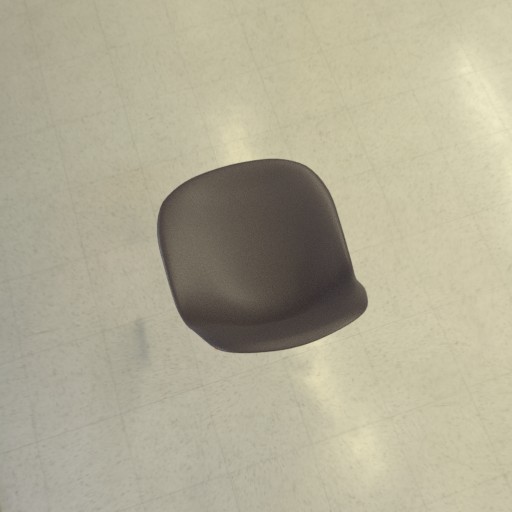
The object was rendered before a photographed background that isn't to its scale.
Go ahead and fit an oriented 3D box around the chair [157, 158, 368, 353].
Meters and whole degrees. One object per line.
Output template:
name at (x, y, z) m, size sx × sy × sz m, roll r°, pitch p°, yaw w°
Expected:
chair at (0.000, 0.000, 1.158) m, size 0.470 × 0.825 × 0.533 m, roll -15°, pitch 75°, yaw -4°
